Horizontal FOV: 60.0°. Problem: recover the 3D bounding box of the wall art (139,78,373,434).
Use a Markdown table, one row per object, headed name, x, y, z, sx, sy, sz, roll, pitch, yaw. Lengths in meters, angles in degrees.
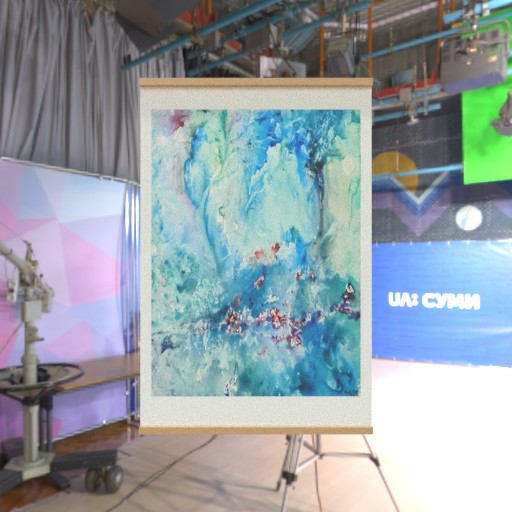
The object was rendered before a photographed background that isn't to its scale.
| name | x | y | z | sx | sy | sz | roll | pitch | yaw |
| --- | --- | --- | --- | --- | --- | --- | --- | --- | --- |
| wall art | 0.000 | 0.000 | 0.768 | 0.401 | 0.611 | 0.016 | 0 | 0 | 0 |
